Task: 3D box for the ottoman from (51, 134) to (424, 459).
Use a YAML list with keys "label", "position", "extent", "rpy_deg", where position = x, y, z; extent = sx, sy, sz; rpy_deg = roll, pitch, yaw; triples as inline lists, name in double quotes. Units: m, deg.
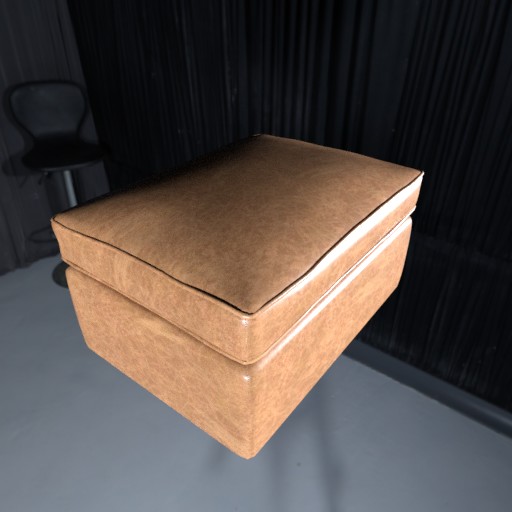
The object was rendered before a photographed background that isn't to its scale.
- label: "ottoman"
  position: [0.000, 0.000, 1.132]
  extent: [0.554, 0.468, 0.756]
  rpy_deg: [22, 39, 31]
